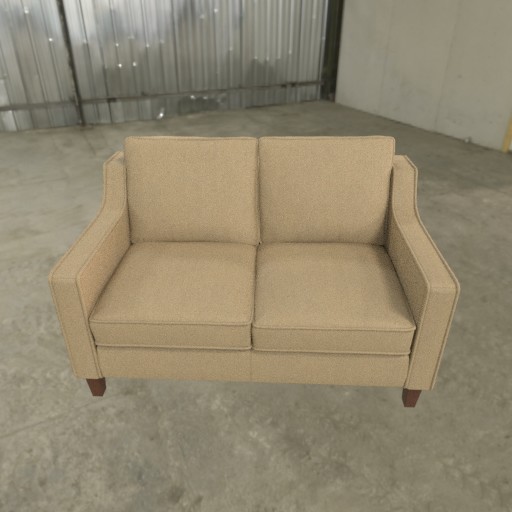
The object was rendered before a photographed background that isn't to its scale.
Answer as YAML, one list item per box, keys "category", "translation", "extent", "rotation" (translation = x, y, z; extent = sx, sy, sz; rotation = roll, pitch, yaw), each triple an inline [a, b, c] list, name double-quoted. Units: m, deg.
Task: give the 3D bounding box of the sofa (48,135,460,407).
- category: "sofa"
  translation: [0.000, 0.000, 2.077]
  extent: [1.501, 0.971, 0.987]
  rotation: [1, 31, 2]
